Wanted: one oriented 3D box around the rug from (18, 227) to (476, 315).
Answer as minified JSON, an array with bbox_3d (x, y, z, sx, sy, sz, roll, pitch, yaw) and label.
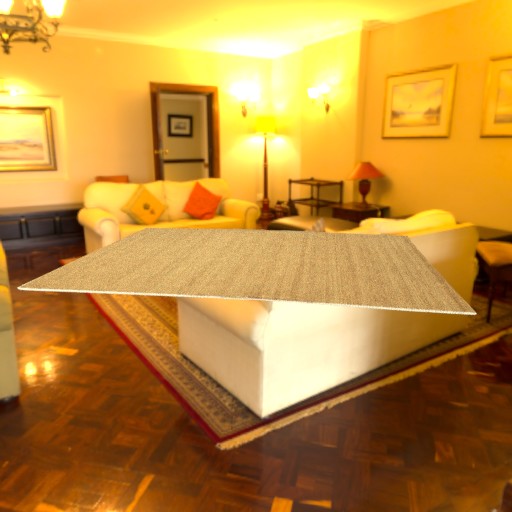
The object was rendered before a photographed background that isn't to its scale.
[{"bbox_3d":[0.000,0.000,4.196,3.202,0.045,2.434,2,14,9],"label":"rug"}]
